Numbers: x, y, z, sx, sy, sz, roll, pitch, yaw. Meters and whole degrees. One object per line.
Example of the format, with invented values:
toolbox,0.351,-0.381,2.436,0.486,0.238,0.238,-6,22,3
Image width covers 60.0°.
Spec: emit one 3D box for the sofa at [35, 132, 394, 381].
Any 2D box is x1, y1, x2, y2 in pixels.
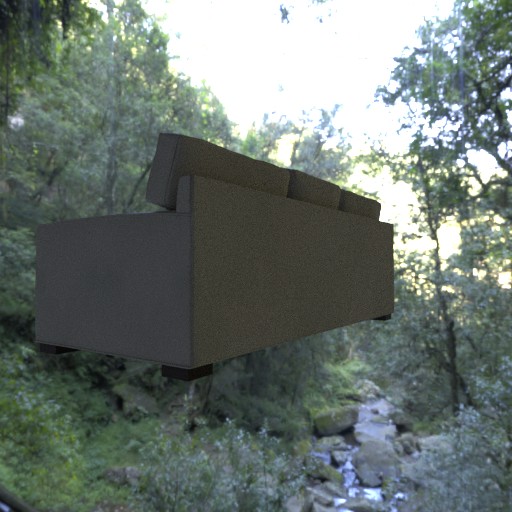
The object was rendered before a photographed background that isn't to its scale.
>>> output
sofa,0.000,0.000,2.539,0.935,0.862,2.088,-1,-2,35
